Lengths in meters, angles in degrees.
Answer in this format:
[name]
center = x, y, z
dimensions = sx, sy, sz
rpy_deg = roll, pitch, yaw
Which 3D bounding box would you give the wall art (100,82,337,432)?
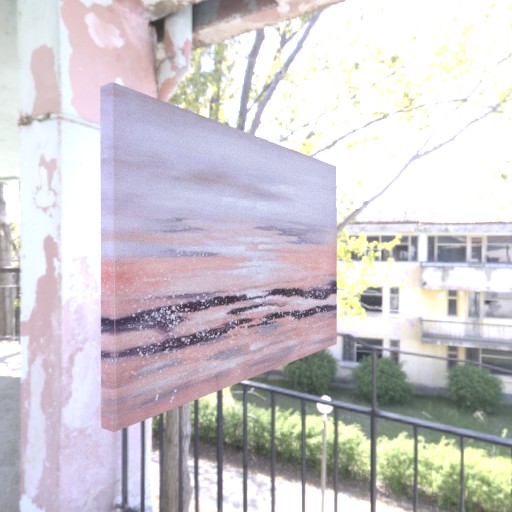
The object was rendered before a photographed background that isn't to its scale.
[wall art]
center = 0.000, 0.000, 1.151
dimensions = 0.038, 0.609, 0.913
rpy_deg = 0, 1, 35
